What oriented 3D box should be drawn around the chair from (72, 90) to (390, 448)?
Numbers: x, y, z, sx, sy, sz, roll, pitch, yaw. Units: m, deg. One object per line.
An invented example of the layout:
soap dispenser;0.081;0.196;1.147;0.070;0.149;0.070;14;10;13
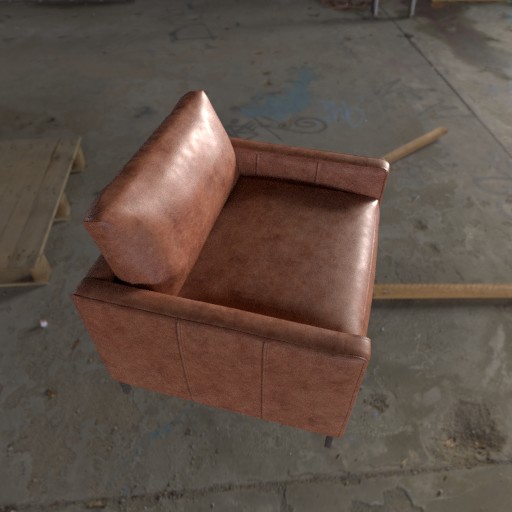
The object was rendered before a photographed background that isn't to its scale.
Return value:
chair;0.000;0.000;1.629;0.862;0.869;0.967;11;47;10
